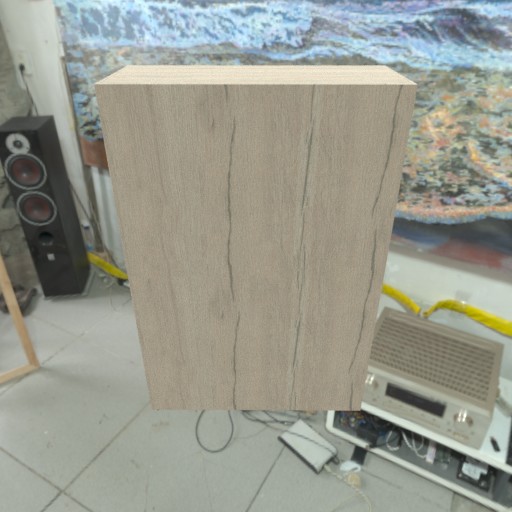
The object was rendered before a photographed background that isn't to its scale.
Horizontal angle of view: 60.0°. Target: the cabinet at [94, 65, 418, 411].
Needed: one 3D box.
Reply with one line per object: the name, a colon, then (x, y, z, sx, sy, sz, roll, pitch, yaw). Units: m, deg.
cabinet: (0.000, 0.000, 2.692, 1.400, 2.070, 0.580, 0, 31, 0)
